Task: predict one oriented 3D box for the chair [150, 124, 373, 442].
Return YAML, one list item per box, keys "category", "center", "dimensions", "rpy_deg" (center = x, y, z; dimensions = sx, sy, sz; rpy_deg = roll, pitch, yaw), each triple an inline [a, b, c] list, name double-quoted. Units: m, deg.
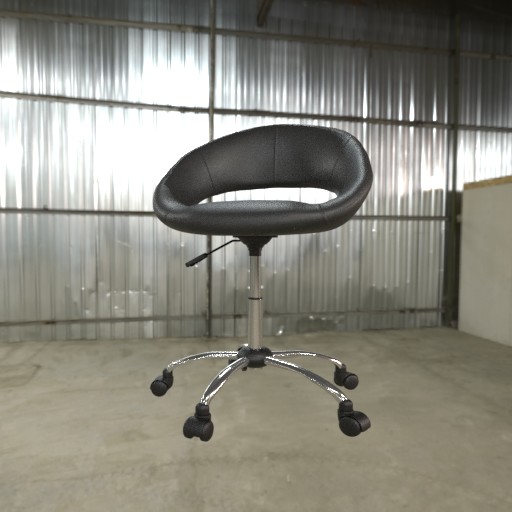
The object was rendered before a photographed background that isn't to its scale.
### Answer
- category: "chair"
  center: [0.000, 0.000, 1.177]
  dimensions: [0.612, 0.791, 0.538]
  rpy_deg: [1, 3, 17]
